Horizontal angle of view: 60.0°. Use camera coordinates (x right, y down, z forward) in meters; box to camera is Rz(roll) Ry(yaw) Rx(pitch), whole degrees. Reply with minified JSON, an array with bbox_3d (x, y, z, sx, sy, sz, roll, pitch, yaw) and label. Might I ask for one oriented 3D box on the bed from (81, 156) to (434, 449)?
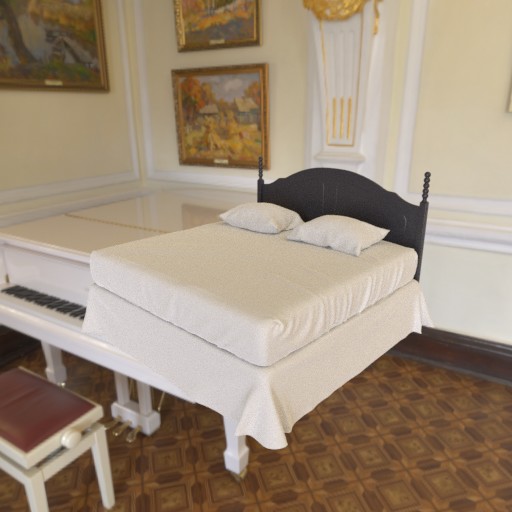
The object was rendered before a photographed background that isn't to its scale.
[{"bbox_3d":[0.000,0.000,3.697,2.322,1.355,2.219,16,24,41],"label":"bed"}]
